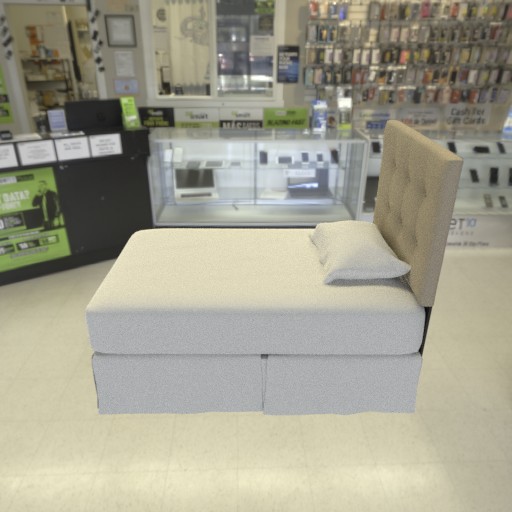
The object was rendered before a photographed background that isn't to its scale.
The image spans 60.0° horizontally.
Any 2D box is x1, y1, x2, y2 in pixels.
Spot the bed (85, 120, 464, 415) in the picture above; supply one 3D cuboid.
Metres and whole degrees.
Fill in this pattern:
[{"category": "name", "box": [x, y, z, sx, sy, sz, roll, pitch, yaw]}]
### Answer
[{"category": "bed", "box": [0.000, 0.000, 2.926, 1.997, 1.571, 1.261, 0, 26, 0]}]
